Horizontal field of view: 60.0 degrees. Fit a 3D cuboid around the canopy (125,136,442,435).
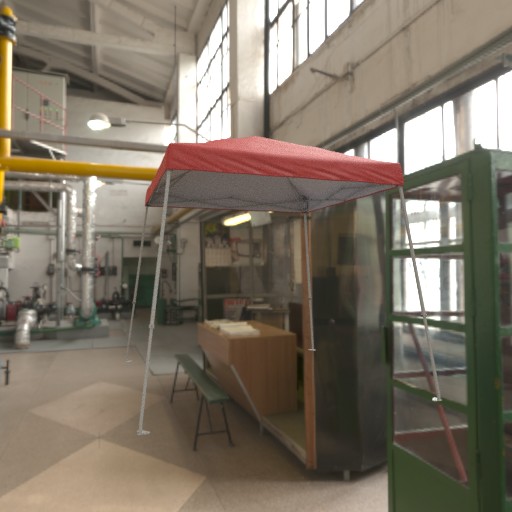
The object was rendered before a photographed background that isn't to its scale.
[{"bbox_3d":[0.000,0.000,6.610,3.600,3.600,3.599,1,-2,-18],"label":"canopy"}]
